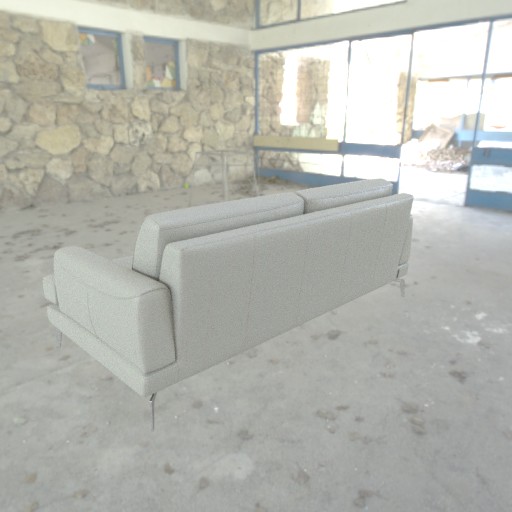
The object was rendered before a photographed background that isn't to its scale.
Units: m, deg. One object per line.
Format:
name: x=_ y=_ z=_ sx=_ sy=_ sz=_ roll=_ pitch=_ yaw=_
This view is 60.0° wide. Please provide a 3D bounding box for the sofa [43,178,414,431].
sofa: x=0.000 y=0.000 z=2.420 sx=1.940 sy=0.765 sz=0.974 roll=-16 pitch=23 yaw=-42
